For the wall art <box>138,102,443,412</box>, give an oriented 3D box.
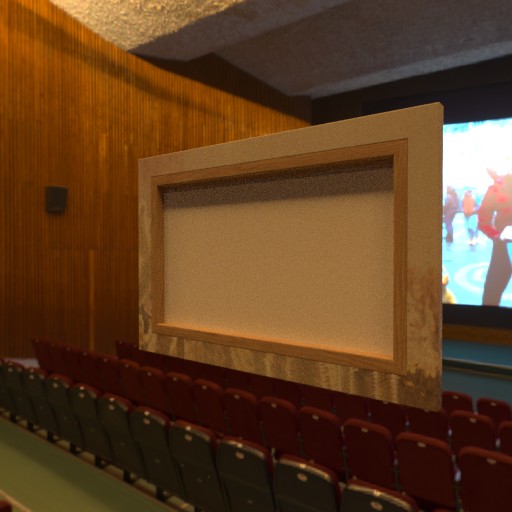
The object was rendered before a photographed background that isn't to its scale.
[{"bbox_3d":[0.000,0.000,1.439,1.142,0.758,0.041,1,1,37],"label":"wall art"}]
